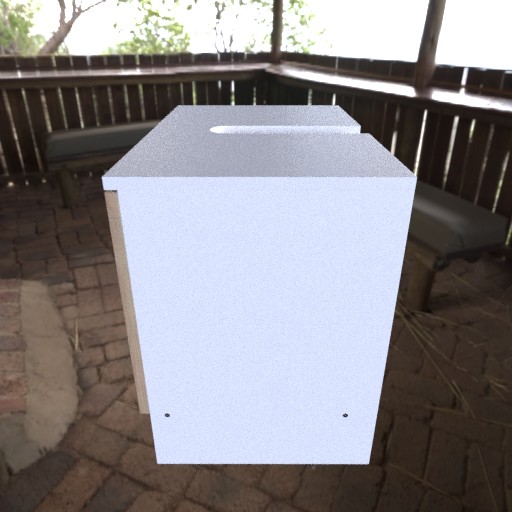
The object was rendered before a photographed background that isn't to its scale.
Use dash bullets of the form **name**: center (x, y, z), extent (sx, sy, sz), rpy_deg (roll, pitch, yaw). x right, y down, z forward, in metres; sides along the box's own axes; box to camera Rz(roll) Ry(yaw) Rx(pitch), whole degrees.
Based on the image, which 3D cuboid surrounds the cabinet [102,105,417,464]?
- **cabinet**: center (0.000, 0.000, 0.934), extent (0.400, 0.522, 0.600), rpy_deg (0, 27, 0)
